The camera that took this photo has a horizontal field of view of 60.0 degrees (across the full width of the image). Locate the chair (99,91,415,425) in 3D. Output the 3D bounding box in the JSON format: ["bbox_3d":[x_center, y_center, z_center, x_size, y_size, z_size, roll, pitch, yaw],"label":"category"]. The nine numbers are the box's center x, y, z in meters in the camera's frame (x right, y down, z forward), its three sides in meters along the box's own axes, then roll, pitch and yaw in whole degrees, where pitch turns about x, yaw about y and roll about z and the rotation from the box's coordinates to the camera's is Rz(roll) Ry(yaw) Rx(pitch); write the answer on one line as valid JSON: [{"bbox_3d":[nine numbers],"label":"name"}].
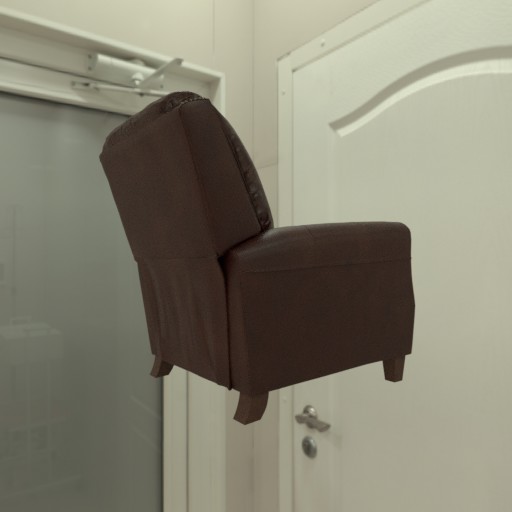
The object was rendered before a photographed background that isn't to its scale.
[{"bbox_3d":[0.000,0.000,1.807,1.089,1.022,0.826,0,0,-36],"label":"chair"}]
